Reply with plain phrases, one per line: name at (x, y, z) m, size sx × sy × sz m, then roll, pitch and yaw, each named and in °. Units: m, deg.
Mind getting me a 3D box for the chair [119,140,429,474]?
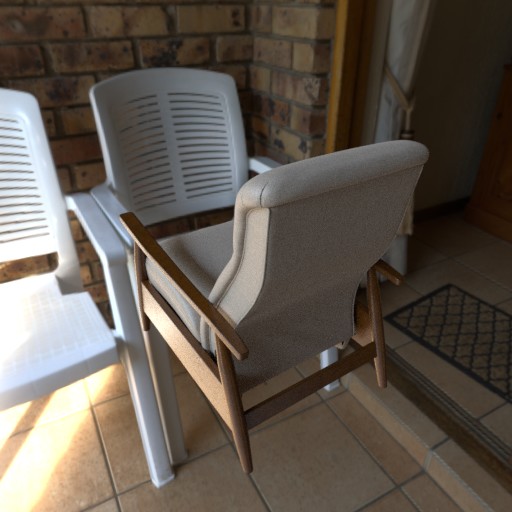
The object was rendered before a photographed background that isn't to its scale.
chair at (0.000, 0.000, 1.807) m, size 0.762 × 1.082 × 1.030 m, roll -19°, pitch 36°, yaw -29°
